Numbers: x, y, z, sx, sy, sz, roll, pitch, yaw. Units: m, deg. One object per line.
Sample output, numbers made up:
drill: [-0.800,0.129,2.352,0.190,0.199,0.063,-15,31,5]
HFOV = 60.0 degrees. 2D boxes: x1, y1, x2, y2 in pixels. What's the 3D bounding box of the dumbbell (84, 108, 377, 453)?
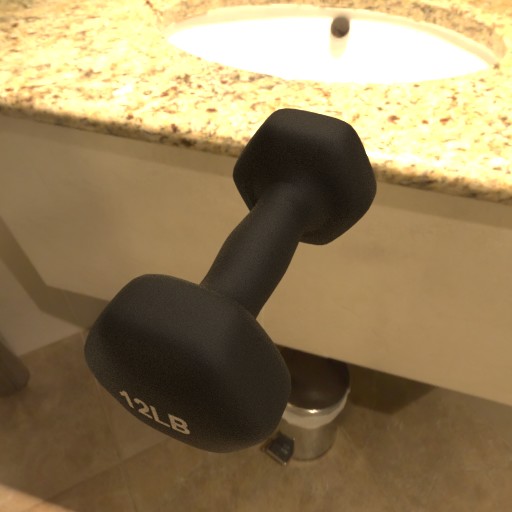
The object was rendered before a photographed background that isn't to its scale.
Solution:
dumbbell: [0.000,0.000,0.285,0.112,0.101,0.231,19,49,17]
